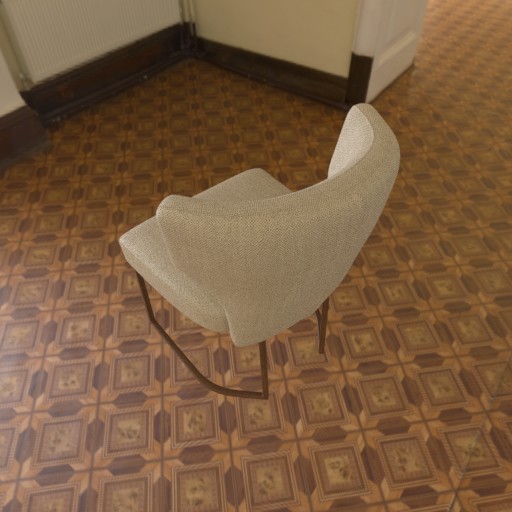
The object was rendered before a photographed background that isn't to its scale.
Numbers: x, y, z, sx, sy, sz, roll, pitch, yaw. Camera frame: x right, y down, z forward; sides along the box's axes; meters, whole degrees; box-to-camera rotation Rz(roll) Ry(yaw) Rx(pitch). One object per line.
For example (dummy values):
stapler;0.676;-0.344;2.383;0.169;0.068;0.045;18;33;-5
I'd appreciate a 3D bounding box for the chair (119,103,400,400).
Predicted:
chair;0.000;0.000;1.268;0.611;0.824;0.617;-32;55;-26
